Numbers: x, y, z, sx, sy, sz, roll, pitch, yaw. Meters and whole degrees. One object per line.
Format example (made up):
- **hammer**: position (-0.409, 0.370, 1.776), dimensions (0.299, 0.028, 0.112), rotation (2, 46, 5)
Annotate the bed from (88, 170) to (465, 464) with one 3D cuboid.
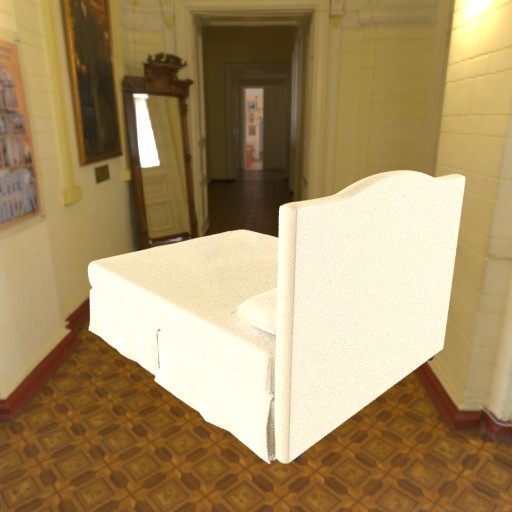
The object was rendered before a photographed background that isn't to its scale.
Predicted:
- **bed**: position (0.000, 0.000, 3.366), dimensions (1.821, 1.436, 2.282), rotation (-15, 23, -41)
